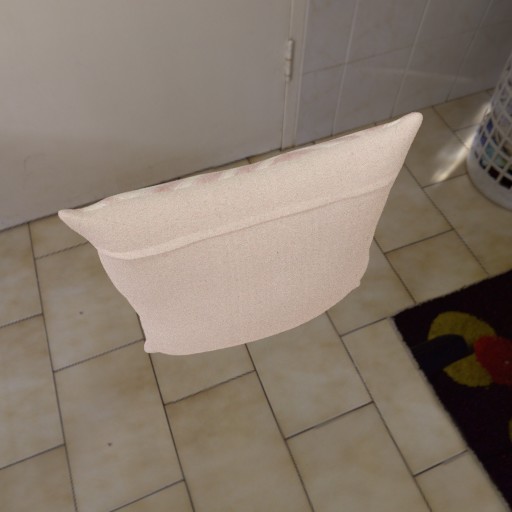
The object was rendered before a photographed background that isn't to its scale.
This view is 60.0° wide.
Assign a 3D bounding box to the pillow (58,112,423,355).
[{"bbox_3d":[0.000,0.000,0.679,0.440,0.441,0.182,-17,61,-10],"label":"pillow"}]
